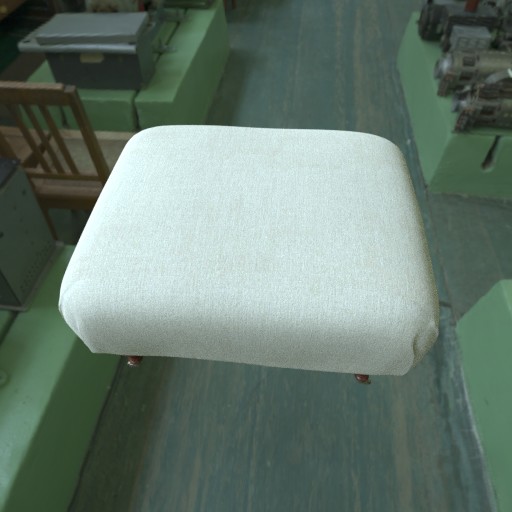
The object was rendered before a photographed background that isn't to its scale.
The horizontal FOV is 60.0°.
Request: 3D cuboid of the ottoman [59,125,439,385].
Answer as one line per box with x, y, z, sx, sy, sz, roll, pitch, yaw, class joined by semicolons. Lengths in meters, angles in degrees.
0.000;0.000;1.106;0.747;0.450;0.622;3;48;3;ottoman
